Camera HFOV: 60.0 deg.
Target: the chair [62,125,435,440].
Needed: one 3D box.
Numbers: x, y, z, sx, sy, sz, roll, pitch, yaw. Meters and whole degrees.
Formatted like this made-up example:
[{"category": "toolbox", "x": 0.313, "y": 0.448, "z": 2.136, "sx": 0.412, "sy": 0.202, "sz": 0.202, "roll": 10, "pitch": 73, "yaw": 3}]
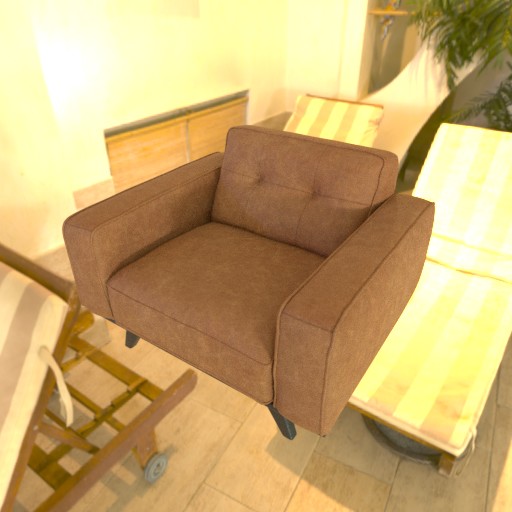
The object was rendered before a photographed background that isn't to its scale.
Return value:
[{"category": "chair", "x": 0.000, "y": 0.000, "z": 1.745, "sx": 1.118, "sy": 0.782, "sz": 0.952, "roll": 20, "pitch": 37, "yaw": 28}]
